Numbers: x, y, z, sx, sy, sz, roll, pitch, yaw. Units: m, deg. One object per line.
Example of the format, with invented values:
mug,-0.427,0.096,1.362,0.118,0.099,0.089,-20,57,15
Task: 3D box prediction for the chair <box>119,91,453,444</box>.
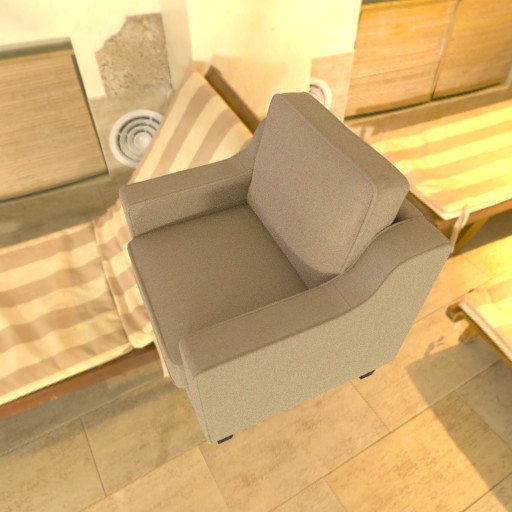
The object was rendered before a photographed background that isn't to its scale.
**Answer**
chair,0.000,0.000,1.682,0.882,0.948,0.922,-18,49,-17
